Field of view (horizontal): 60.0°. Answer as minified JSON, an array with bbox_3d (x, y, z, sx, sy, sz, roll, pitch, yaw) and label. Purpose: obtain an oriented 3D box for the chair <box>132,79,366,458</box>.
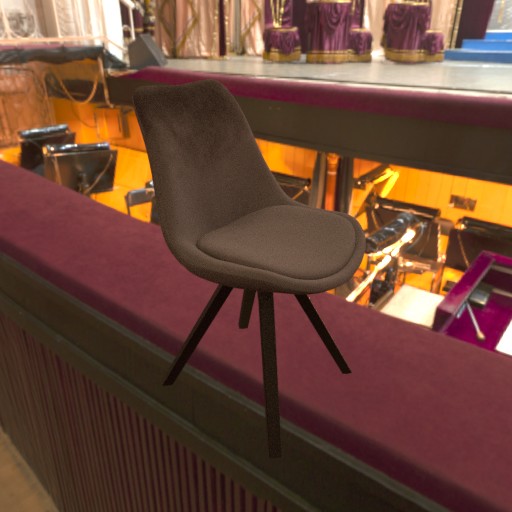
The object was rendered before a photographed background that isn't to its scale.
[{"bbox_3d":[0.000,0.000,1.198,0.550,0.850,0.476,19,32,33],"label":"chair"}]
